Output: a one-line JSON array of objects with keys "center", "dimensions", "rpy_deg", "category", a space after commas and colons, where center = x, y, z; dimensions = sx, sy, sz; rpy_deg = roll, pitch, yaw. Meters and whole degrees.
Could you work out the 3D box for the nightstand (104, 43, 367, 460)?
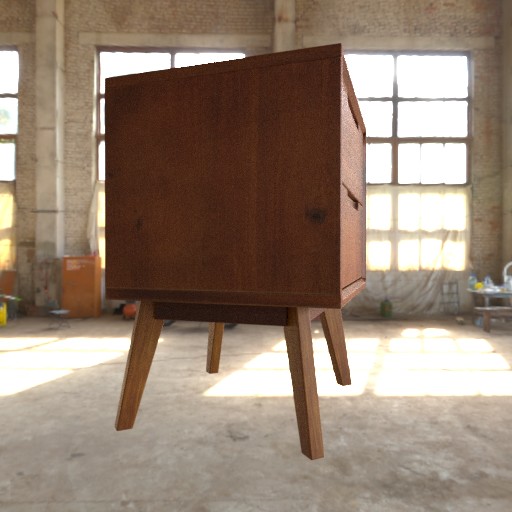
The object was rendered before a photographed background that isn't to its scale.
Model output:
[{"center": [0.000, 0.000, 0.921], "dimensions": [0.411, 0.618, 0.460], "rpy_deg": [0, 0, 18], "category": "nightstand"}]
